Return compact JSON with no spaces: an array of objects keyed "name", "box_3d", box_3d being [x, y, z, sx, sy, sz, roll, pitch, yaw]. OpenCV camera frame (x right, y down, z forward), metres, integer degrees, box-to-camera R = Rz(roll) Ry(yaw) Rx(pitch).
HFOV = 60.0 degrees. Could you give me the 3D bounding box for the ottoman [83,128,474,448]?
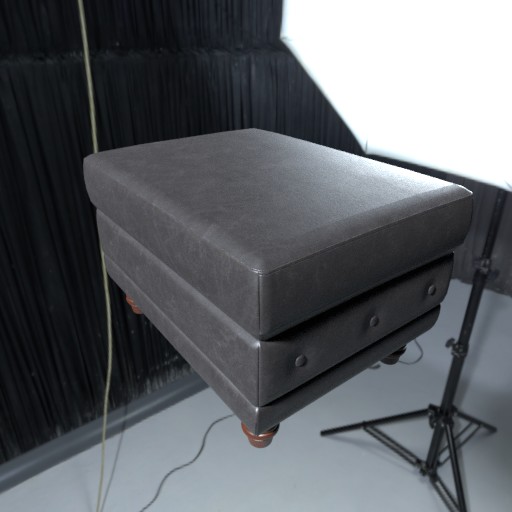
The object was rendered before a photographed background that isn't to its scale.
[{"name":"ottoman","box_3d":[0.000,0.000,1.151,0.590,0.498,0.795,-19,33,-32]}]
